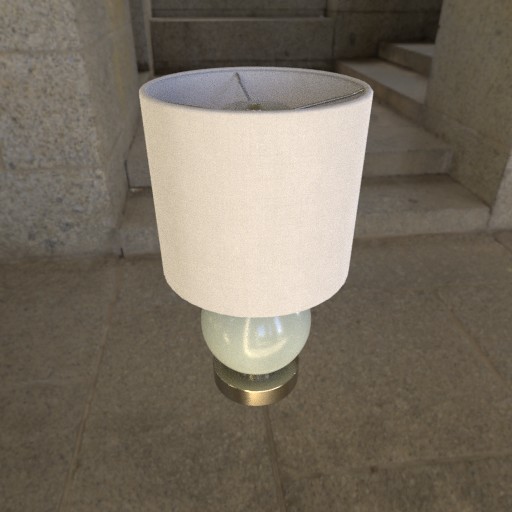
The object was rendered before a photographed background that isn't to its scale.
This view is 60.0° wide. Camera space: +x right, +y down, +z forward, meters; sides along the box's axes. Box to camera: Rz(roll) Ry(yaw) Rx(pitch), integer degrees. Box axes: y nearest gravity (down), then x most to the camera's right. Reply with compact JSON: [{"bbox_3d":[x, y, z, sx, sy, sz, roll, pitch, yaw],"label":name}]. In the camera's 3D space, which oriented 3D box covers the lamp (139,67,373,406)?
[{"bbox_3d":[0.000,0.000,0.480,0.201,0.353,0.201,-21,37,-30],"label":"lamp"}]
